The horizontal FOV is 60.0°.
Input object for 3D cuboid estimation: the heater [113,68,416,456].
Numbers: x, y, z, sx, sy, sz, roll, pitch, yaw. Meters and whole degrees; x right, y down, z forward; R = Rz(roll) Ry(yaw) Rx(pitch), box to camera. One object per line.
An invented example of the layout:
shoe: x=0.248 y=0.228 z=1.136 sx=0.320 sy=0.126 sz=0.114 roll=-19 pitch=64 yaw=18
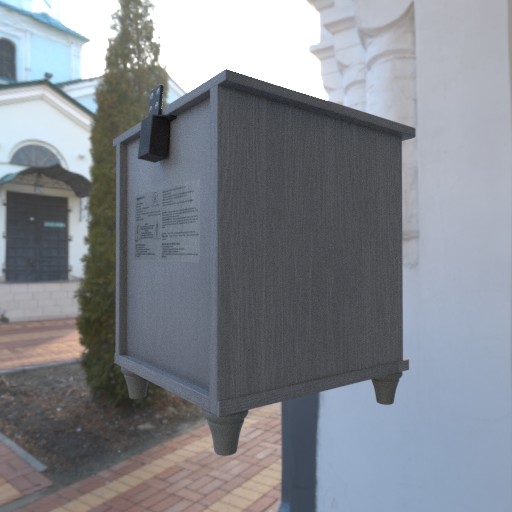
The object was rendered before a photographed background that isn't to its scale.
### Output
heater: x=0.000 y=0.000 z=0.742 sx=0.400 sy=0.481 sz=0.362 roll=1 pitch=-1 yaw=-37
